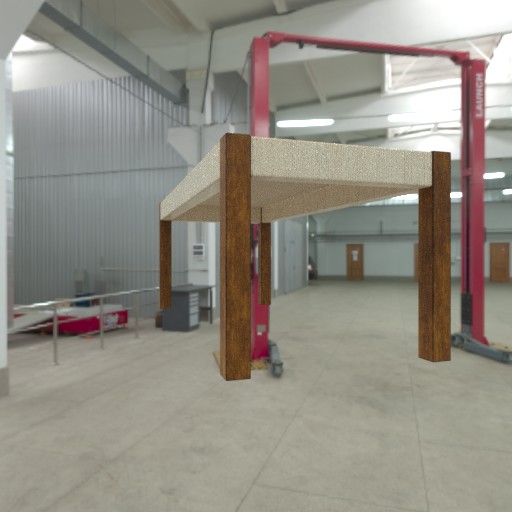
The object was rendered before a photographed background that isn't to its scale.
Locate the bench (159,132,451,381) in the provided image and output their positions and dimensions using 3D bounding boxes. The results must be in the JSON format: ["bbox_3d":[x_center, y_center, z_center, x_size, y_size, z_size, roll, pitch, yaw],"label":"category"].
[{"bbox_3d":[0.000,0.000,1.460,0.507,0.457,1.198,0,0,-18],"label":"bench"}]
